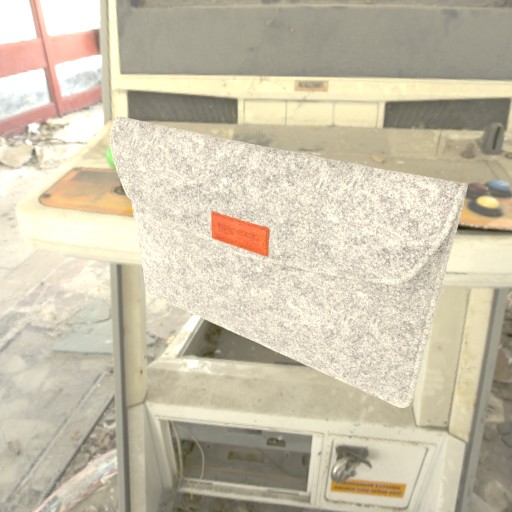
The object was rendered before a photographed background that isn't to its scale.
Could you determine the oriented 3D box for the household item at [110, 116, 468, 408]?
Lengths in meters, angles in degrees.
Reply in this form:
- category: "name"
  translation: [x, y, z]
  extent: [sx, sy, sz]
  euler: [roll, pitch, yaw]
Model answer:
- category: "household item"
  translation: [0.000, 0.000, 0.428]
  extent: [0.335, 0.221, 0.057]
  euler: [19, 36, 28]
